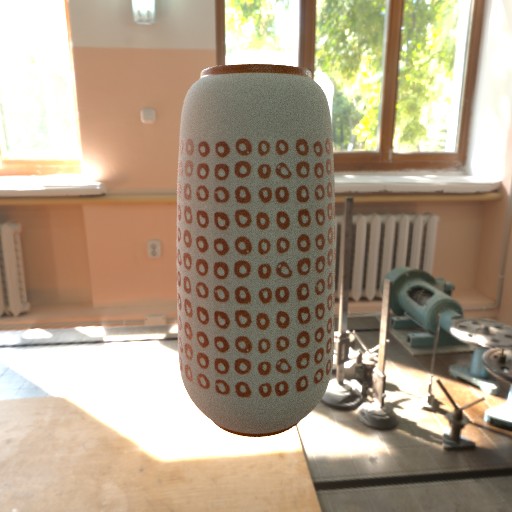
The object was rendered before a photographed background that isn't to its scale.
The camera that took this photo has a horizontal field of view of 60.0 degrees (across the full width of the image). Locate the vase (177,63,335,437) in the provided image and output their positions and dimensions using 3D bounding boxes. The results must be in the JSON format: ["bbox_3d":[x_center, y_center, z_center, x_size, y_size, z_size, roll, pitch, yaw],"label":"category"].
[{"bbox_3d":[0.000,0.000,0.365,0.133,0.282,0.133,0,14,0],"label":"vase"}]
